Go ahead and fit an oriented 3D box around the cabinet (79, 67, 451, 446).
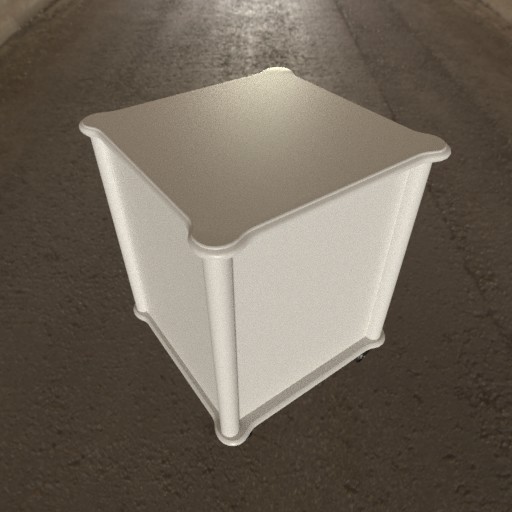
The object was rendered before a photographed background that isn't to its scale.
[{"bbox_3d":[0.000,0.000,1.250,0.627,0.761,0.628,-26,48,-26],"label":"cabinet"}]
